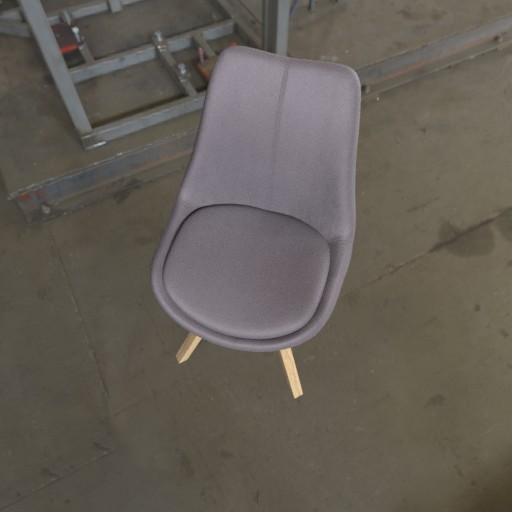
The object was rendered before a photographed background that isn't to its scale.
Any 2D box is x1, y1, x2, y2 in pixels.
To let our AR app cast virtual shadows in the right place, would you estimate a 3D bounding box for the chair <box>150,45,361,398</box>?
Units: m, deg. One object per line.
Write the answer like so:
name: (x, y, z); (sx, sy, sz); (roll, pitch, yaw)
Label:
chair: (0.000, 0.000, 1.199); (0.483, 0.865, 0.547); (14, 60, 9)
